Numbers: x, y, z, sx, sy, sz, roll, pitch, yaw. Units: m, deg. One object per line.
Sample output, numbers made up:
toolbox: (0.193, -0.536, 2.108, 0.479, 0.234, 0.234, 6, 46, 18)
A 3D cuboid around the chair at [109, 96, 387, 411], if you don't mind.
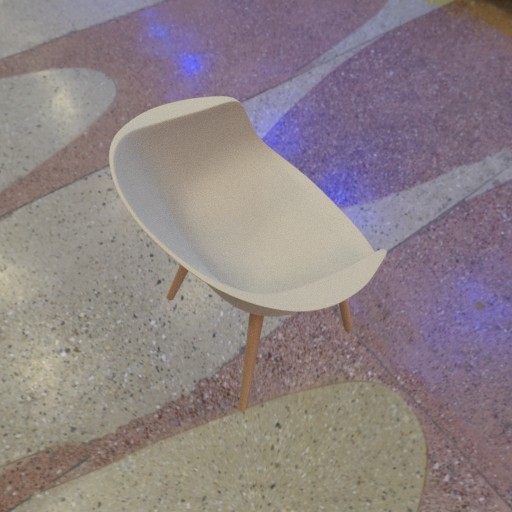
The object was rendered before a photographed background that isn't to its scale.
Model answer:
chair: (0.000, 0.000, 1.128, 0.504, 0.781, 0.593, -31, 64, -17)
